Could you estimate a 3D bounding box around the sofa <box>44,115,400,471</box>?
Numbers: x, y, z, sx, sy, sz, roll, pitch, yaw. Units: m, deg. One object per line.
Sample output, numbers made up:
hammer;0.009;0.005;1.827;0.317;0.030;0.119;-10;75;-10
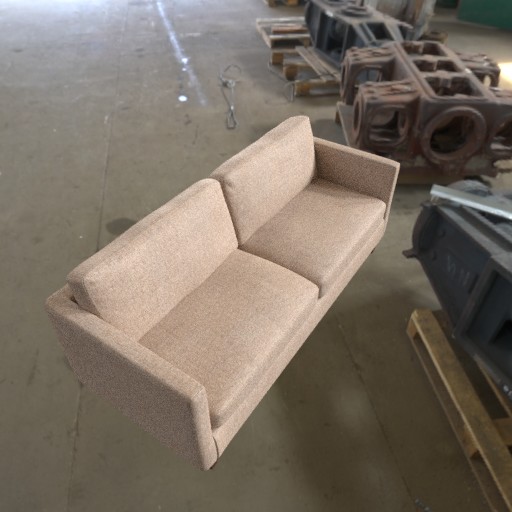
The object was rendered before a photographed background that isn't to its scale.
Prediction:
sofa;0.000;0.000;2.714;0.951;0.965;2.208;24;47;25
